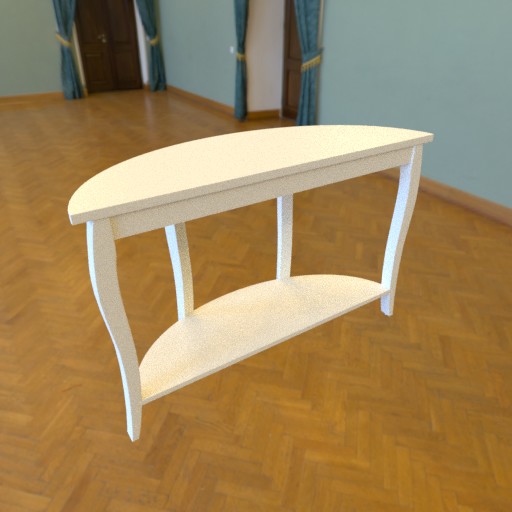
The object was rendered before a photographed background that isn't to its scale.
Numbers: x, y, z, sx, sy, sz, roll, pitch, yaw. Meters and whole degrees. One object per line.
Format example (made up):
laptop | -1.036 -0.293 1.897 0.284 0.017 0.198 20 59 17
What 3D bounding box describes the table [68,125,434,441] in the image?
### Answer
table | 0.000 0.000 1.586 1.219 0.780 0.394 -18 35 -28
